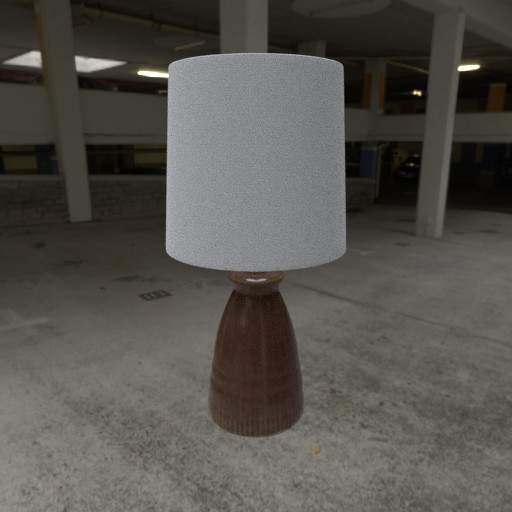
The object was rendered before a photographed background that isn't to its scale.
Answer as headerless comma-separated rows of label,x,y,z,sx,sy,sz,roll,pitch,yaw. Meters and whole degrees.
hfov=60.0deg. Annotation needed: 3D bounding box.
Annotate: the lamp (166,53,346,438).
lamp,0.000,0.000,0.470,0.186,0.369,0.186,0,15,0
